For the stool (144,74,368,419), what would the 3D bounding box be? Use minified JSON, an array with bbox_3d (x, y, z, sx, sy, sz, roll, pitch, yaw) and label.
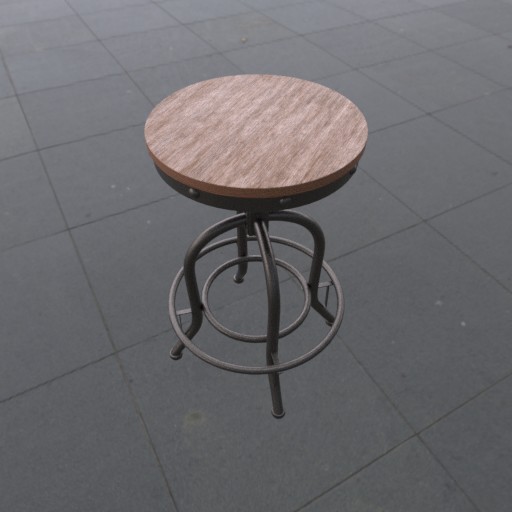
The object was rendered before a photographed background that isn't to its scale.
[{"bbox_3d":[0.000,0.000,0.919,0.439,0.609,0.439,-10,46,-10],"label":"stool"}]
